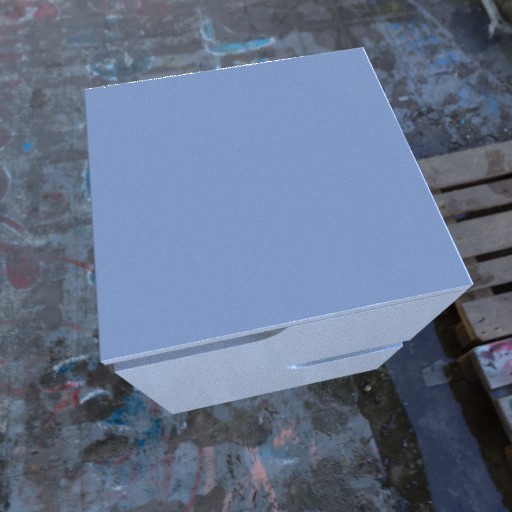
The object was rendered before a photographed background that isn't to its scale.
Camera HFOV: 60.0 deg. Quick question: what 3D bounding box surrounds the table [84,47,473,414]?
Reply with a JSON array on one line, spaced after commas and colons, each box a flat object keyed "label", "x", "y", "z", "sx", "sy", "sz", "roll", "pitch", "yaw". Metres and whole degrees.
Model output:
[{"label": "table", "x": 0.000, "y": 0.000, "z": 0.781, "sx": 0.420, "sy": 0.470, "sz": 0.400, "roll": -11, "pitch": 64, "yaw": -5}]
